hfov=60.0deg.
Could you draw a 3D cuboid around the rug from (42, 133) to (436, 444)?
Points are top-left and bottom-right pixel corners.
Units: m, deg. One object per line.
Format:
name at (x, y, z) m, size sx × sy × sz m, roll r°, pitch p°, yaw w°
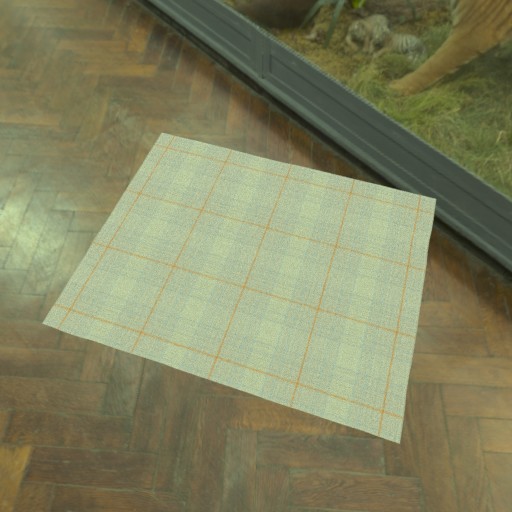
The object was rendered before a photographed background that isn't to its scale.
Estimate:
rug at (0.000, 0.000, 4.140) m, size 3.051 × 0.021 × 2.448 m, roll 16°, pitch 60°, yaw 9°
